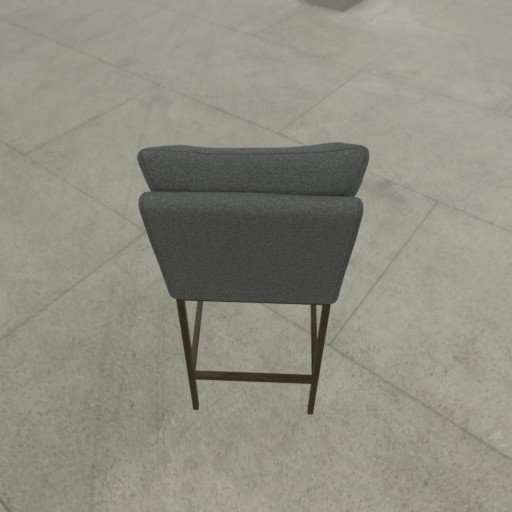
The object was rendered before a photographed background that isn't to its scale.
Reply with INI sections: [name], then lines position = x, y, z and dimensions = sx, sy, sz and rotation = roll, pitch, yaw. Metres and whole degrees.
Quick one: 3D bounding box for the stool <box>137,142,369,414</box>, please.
[stool]
position = 0.000, 0.000, 1.341
dimensions = 0.463, 1.030, 0.569
rotation = 2, 48, 2
